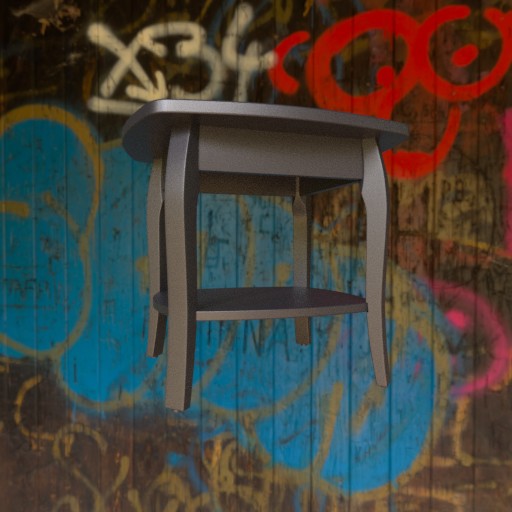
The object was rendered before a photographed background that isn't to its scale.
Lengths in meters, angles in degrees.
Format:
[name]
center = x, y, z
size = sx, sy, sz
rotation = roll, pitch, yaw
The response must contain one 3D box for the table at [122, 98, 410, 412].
[table]
center = 0.000, 0.000, 0.883
size = 0.508, 0.457, 0.457
rotation = 0, 2, -19
